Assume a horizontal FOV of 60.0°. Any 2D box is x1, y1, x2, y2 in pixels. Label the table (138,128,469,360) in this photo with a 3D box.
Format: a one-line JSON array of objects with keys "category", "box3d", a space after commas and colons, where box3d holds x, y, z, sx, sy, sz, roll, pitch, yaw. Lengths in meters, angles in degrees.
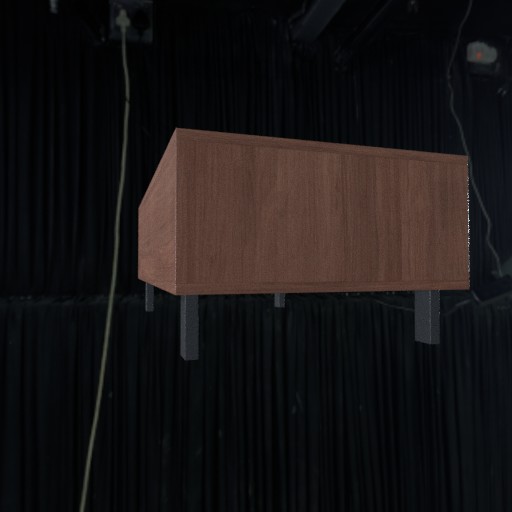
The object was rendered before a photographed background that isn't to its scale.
[{"category": "table", "box3d": [0.000, 0.000, 1.278, 0.600, 0.380, 1.020, 0, -1, -18]}]
